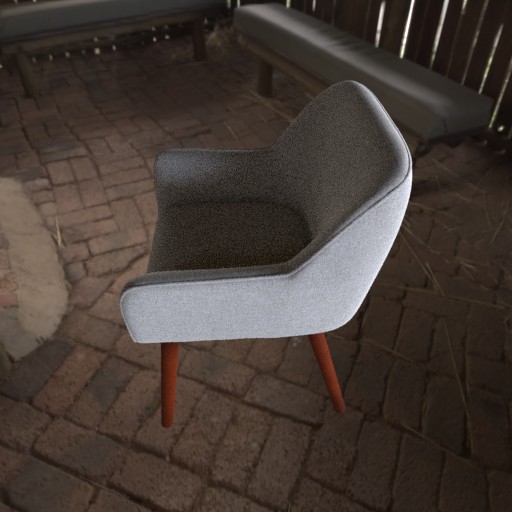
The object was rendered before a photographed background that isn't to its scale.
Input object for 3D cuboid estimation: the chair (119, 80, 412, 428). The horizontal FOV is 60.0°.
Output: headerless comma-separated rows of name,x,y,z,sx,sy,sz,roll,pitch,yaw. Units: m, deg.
chair,0.000,0.000,1.238,0.610,0.813,0.610,-2,41,-2
